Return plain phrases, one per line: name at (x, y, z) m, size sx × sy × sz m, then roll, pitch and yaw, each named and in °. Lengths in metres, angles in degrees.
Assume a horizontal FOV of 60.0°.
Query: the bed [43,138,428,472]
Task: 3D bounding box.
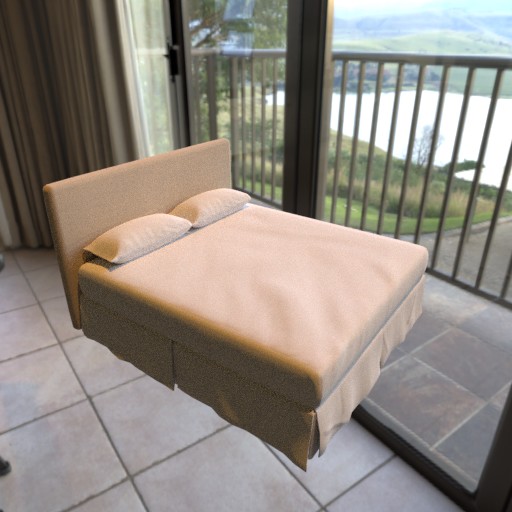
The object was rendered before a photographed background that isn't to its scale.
bed at (0.000, 0.000, 3.593) m, size 2.319 × 1.317 × 2.119 m, roll 18°, pitch 31°, yaw 31°
